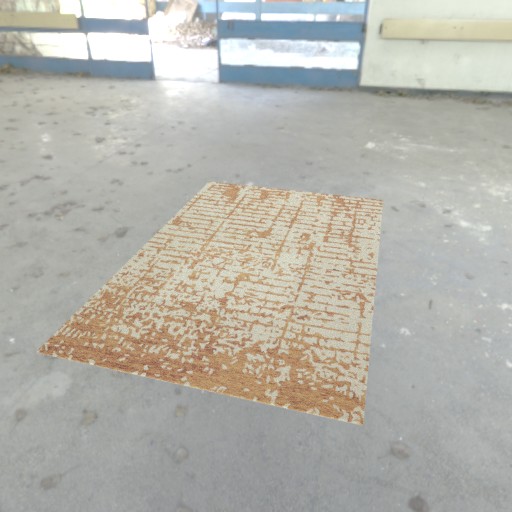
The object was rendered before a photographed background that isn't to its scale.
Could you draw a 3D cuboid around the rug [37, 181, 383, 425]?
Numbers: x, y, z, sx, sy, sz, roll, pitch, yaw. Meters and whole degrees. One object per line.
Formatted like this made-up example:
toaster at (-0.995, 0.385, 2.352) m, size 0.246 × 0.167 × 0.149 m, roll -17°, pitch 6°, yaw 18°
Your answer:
rug at (0.000, 0.000, 2.297) m, size 1.219 × 0.011 × 1.829 m, roll 8°, pitch 32°, yaw 13°
